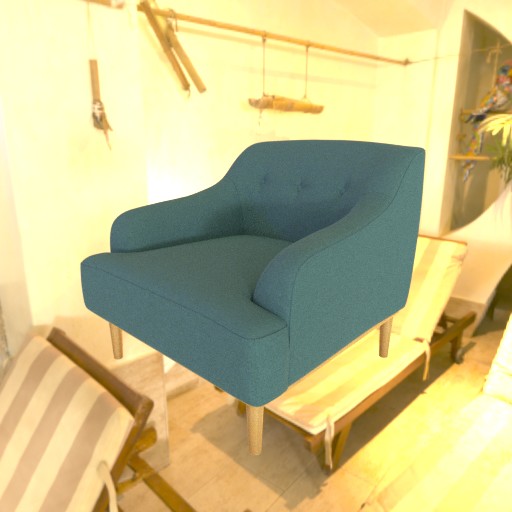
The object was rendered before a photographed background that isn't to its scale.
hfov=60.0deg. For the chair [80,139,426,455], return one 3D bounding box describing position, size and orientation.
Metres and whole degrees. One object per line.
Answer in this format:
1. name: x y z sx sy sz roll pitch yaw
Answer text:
1. chair: 0.000 0.000 1.631 0.946 0.818 0.951 15 22 43
